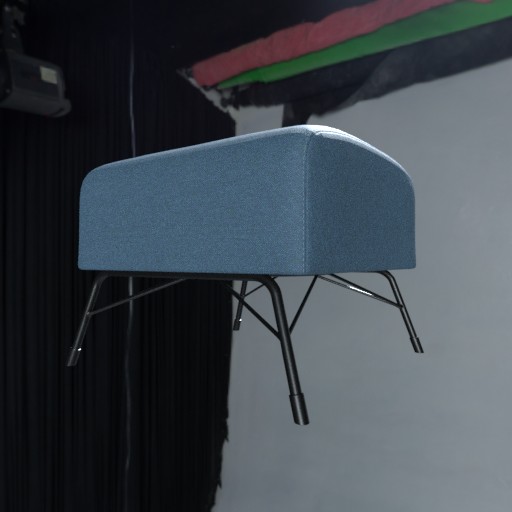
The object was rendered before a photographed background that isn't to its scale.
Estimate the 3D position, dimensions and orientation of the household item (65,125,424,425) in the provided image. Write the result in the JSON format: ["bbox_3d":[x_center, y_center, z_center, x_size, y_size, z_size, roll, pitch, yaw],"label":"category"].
[{"bbox_3d":[0.000,0.000,0.911,0.530,0.420,0.530,0,0,36],"label":"household item"}]
